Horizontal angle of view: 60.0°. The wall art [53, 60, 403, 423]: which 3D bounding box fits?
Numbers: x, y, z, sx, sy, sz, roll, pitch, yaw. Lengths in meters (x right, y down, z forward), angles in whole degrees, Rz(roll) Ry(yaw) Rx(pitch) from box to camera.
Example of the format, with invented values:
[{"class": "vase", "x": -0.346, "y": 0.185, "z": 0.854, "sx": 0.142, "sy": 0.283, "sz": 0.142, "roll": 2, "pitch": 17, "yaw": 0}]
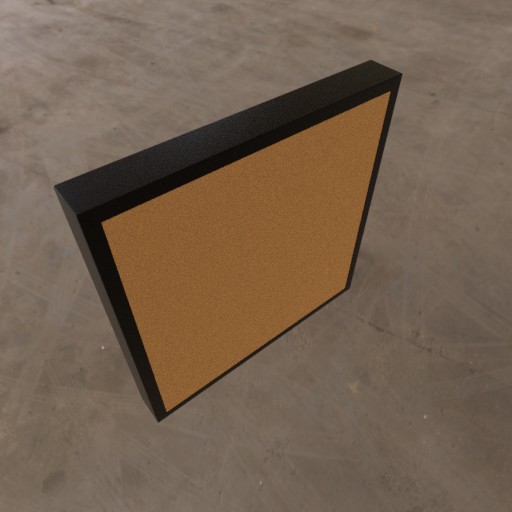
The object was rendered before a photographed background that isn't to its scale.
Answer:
[{"class": "wall art", "x": 0.000, "y": 0.000, "z": 0.443, "sx": 0.299, "sy": 0.299, "sz": 0.037, "roll": -30, "pitch": 54, "yaw": -25}]
